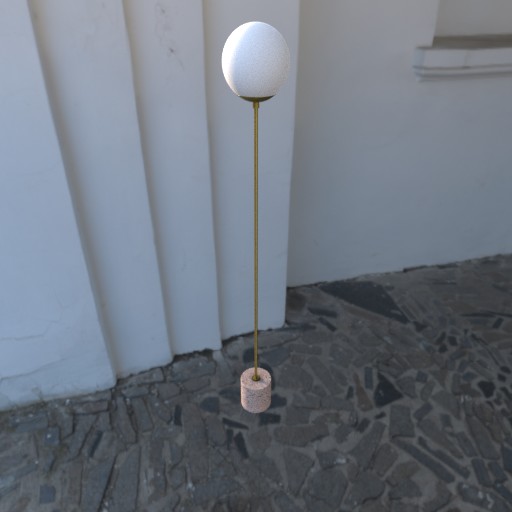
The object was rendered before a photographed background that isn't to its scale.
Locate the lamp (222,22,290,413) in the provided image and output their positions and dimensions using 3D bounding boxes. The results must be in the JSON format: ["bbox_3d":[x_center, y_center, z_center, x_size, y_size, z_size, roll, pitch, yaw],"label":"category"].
[{"bbox_3d":[0.000,0.000,1.869,0.229,1.748,0.229,-1,30,-1],"label":"lamp"}]
